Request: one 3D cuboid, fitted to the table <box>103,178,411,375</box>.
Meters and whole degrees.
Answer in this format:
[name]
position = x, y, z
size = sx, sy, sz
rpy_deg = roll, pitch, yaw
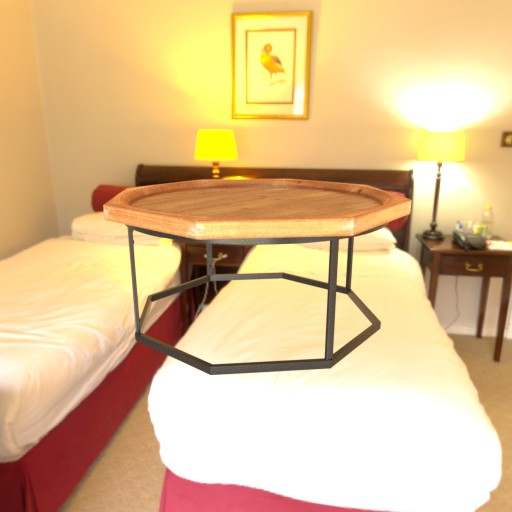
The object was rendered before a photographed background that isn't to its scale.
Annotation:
[table]
position = 0.000, 0.000, 1.566
size = 1.002, 0.444, 1.002
rpy_deg = 0, 16, 0
